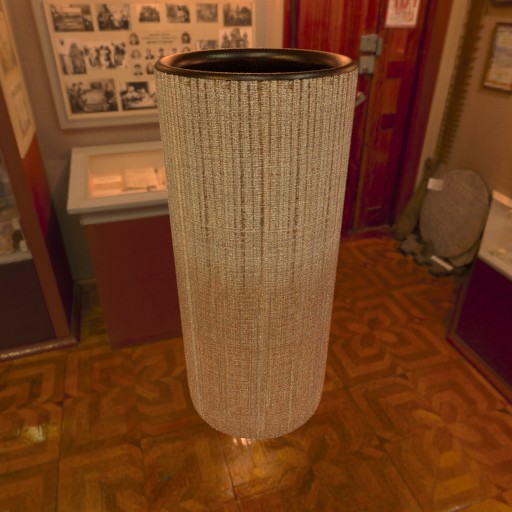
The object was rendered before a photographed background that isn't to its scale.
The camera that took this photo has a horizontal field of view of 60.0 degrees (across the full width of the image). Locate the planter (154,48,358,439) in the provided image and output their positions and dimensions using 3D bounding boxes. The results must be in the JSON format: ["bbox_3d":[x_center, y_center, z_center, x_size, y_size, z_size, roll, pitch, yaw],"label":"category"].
[{"bbox_3d":[0.000,0.000,0.277,0.100,0.227,0.100,-8,32,-13],"label":"planter"}]
